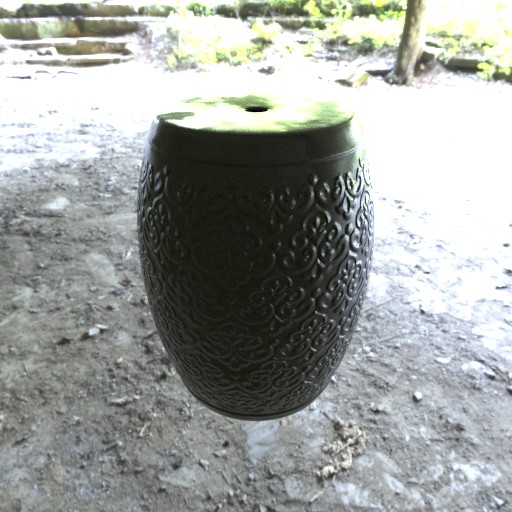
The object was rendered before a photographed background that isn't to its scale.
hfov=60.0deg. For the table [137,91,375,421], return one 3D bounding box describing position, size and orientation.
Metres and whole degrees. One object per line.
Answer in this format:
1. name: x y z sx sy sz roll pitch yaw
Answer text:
1. table: 0.000 0.000 0.613 0.309 0.397 0.309 0 30 0
